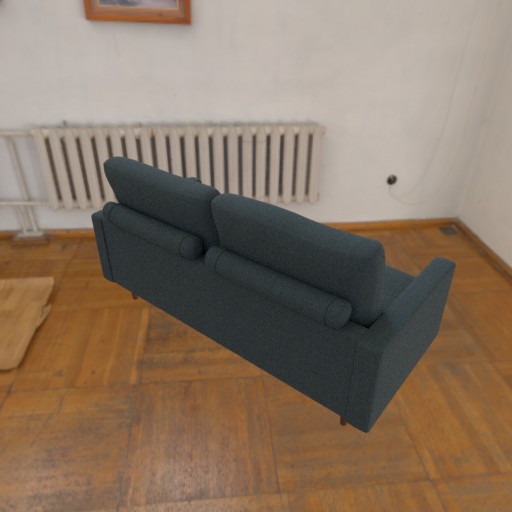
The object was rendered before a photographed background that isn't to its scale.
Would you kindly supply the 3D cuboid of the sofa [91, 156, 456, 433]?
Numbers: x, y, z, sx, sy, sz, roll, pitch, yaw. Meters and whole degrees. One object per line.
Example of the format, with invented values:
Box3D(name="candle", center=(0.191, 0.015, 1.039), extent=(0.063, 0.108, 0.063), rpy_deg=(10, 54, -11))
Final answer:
Box3D(name="sofa", center=(0.000, 0.000, 2.644), extent=(2.010, 1.050, 0.966), rpy_deg=(23, 37, 33))
